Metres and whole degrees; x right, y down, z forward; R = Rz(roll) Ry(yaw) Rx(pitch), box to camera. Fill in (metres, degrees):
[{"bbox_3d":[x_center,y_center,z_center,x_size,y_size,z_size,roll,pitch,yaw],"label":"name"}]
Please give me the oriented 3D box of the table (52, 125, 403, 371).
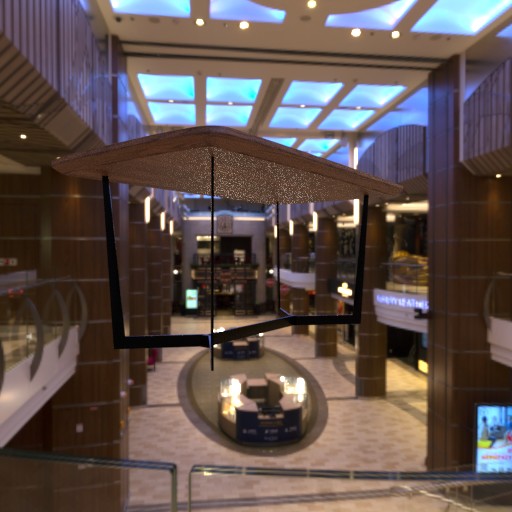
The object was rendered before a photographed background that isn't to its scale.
[{"bbox_3d":[0.000,0.000,2.151,0.949,0.765,1.643,1,1,37],"label":"table"}]
